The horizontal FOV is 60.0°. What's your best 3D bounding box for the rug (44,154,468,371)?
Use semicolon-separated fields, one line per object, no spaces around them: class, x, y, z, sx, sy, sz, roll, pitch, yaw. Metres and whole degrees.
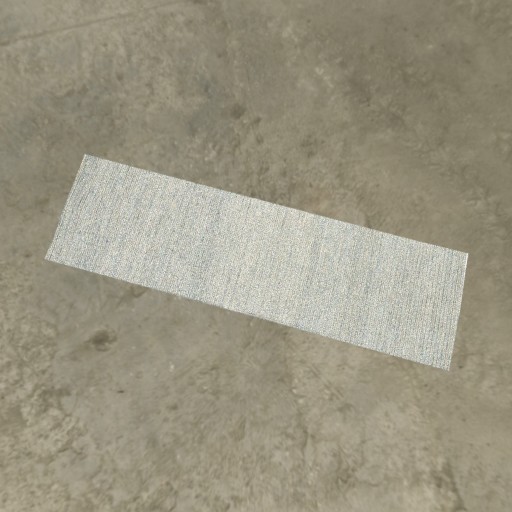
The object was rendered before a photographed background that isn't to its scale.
rug;0.000;0.000;2.526;2.341;0.037;0.675;15;76;4
